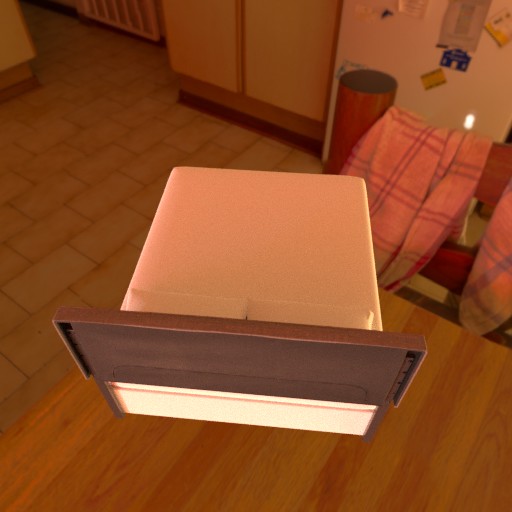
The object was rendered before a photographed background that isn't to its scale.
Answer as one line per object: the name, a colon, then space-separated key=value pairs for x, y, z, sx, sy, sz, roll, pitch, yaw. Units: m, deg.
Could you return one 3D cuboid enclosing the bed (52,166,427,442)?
bed: x=0.000 y=0.000 z=2.855 sx=1.610 sy=1.089 sz=1.894 roll=4 pitch=47 yaw=4
